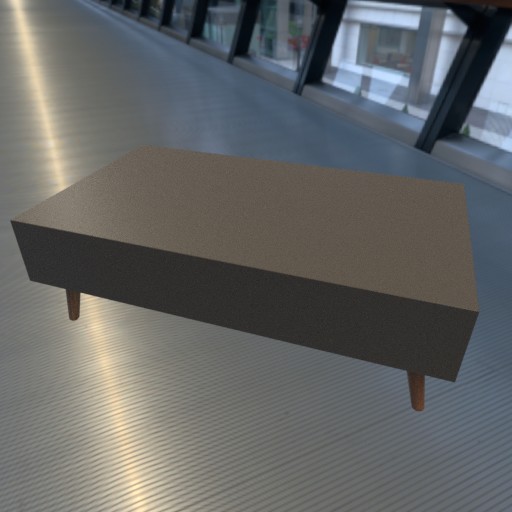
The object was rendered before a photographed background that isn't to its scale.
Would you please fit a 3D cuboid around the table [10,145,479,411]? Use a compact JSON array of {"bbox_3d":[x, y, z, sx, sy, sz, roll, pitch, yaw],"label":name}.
[{"bbox_3d":[0.000,0.000,1.449,1.201,0.404,0.703,11,34,16],"label":"table"}]
